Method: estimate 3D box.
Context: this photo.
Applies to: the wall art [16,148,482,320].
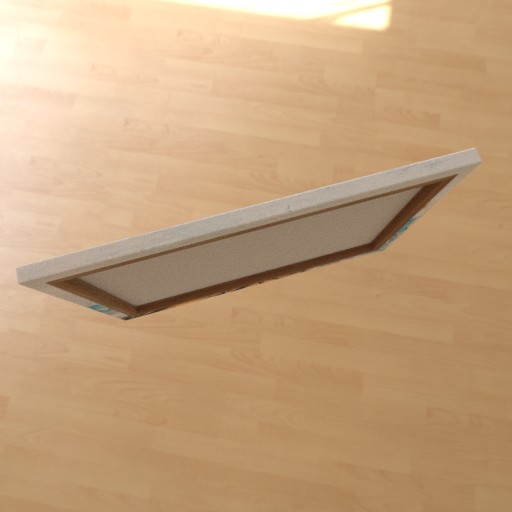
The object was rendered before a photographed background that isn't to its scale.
[{"bbox_3d":[0.000,0.000,1.306,1.016,0.762,0.038,-15,77,-4],"label":"wall art"}]
